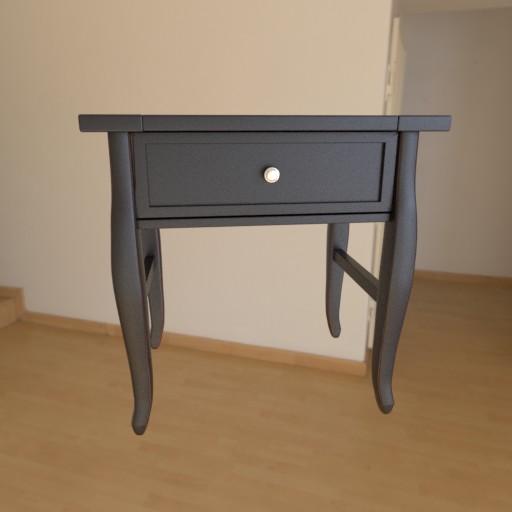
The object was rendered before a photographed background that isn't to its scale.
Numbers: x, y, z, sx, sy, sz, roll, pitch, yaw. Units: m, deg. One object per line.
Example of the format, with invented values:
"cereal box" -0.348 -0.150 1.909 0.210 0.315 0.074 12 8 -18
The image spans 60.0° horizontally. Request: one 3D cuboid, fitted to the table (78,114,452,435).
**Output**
"table" 0.000 0.000 1.007 0.602 0.604 0.460 -2 17 -7
